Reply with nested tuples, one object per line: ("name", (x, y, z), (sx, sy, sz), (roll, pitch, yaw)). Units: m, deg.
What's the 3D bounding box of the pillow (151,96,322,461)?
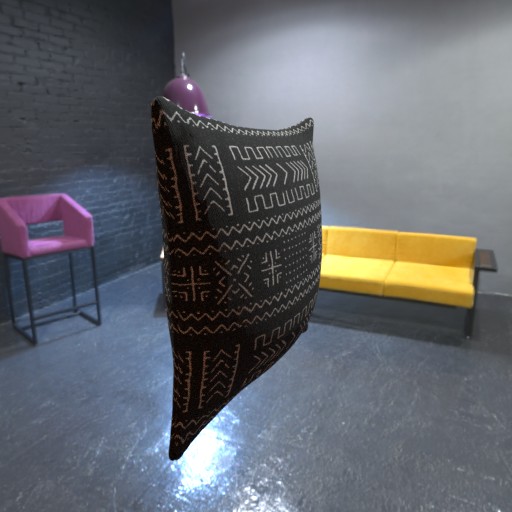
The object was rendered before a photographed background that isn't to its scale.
("pillow", (0.000, 0.000, 0.679), (0.164, 0.430, 0.438), (8, 17, 27))
